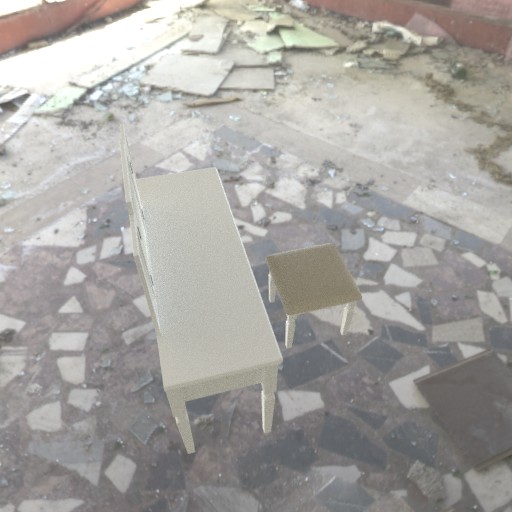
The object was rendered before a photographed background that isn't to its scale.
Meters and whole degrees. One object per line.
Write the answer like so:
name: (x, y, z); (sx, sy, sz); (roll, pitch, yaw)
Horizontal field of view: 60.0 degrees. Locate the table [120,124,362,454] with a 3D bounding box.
table: (0.000, 0.000, 2.313); (1.115, 1.310, 1.369); (-11, 48, -10)
